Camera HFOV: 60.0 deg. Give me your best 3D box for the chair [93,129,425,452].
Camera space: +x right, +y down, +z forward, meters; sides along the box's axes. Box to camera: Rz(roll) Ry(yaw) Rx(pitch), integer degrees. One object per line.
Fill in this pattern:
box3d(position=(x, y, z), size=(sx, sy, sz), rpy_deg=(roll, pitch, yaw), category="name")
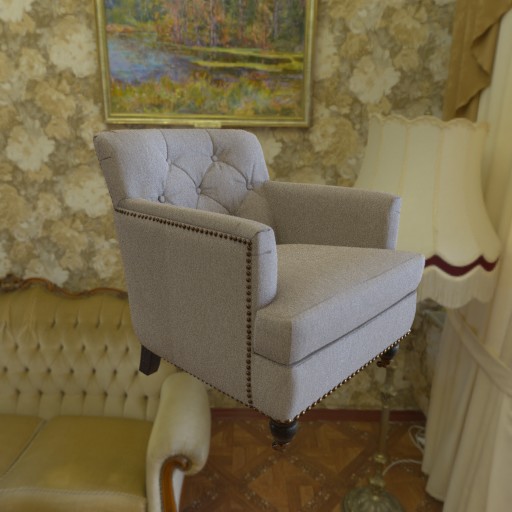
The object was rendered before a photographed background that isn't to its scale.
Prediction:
box3d(position=(0.000, 0.000, 1.493), size=(0.902, 0.823, 0.737), rpy_deg=(14, 21, 41), category="chair")
